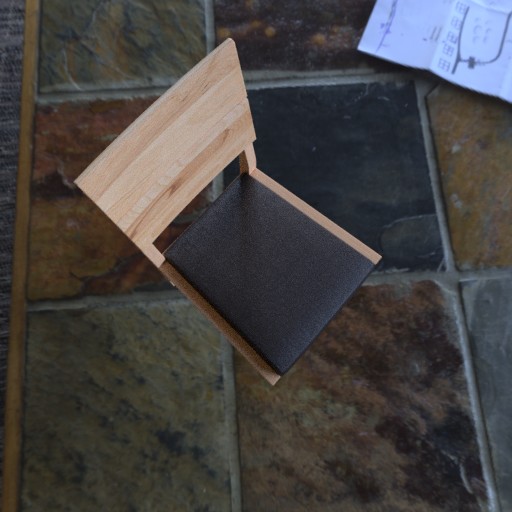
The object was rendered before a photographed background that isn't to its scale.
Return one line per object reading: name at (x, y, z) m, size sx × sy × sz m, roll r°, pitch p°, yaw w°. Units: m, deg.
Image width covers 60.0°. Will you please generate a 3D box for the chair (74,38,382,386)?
chair at (0.000, 0.000, 1.268) m, size 0.560 × 0.950 × 0.475 m, roll 41°, pitch 79°, yaw 10°
